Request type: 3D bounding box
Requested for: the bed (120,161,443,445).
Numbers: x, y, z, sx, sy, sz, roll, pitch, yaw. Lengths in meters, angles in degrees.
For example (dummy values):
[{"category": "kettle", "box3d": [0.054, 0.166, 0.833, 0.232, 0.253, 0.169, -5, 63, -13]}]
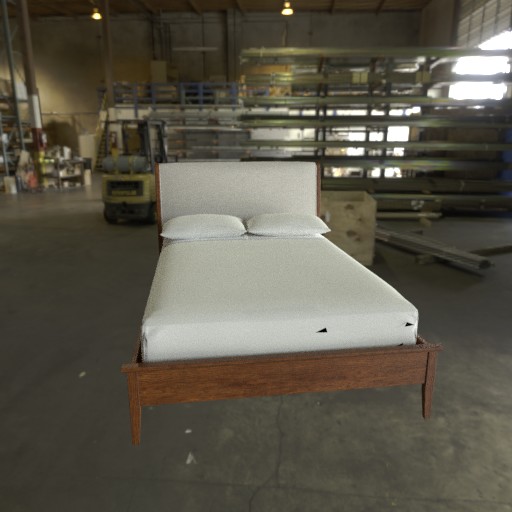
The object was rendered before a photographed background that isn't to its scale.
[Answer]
[{"category": "bed", "box3d": [0.000, 0.000, 3.261, 1.612, 1.250, 2.380, -2, 15, -8]}]
